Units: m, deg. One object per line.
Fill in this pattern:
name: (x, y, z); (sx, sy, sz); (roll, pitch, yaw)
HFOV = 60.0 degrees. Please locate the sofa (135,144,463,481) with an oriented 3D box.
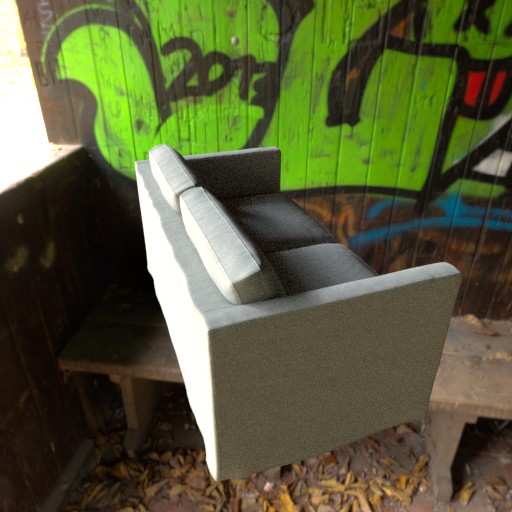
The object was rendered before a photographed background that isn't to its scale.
sofa: (0.000, 0.000, 2.220); (0.944, 0.830, 1.727); (-10, 31, -18)
